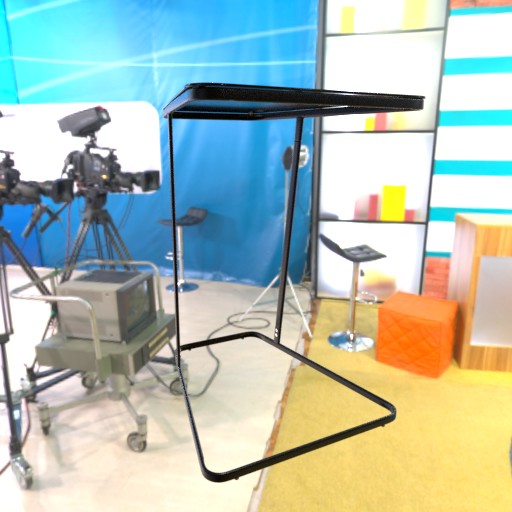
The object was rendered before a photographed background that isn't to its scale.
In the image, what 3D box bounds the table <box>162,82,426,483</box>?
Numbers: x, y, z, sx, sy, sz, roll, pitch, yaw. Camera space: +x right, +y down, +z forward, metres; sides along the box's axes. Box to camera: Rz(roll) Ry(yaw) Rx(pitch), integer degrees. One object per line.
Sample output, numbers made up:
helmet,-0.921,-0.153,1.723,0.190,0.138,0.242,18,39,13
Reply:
table,0.000,0.000,0.951,0.427,0.624,0.500,-7,16,-26
